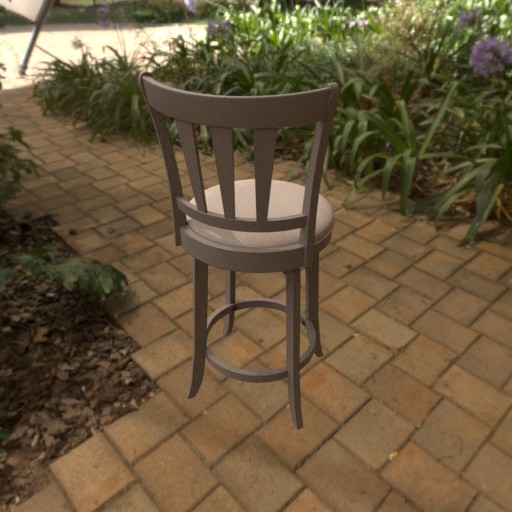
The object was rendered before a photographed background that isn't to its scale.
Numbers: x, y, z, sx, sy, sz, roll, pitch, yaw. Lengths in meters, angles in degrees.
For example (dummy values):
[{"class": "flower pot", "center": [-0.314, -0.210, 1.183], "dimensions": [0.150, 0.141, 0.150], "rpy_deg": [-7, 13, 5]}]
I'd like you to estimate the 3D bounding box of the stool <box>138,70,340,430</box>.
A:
[{"class": "stool", "center": [0.000, 0.000, 1.282], "dimensions": [0.436, 1.023, 0.475], "rpy_deg": [10, 33, 16]}]
